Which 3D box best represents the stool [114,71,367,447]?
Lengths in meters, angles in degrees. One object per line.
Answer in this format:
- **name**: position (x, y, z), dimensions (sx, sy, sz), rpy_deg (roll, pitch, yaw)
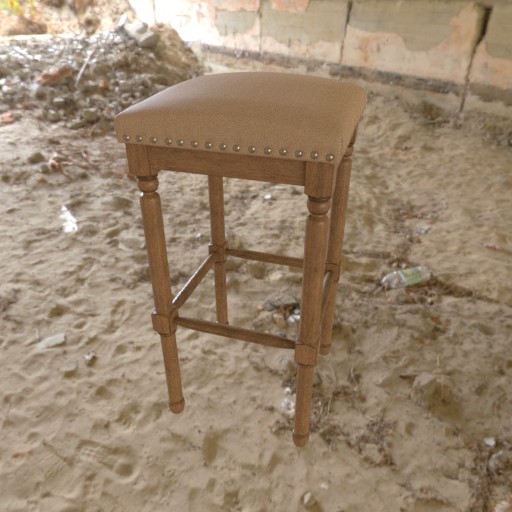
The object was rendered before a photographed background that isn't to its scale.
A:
- **stool**: position (0.000, 0.000, 1.006), dimensions (0.383, 0.768, 0.382), rpy_deg (9, 32, 15)
